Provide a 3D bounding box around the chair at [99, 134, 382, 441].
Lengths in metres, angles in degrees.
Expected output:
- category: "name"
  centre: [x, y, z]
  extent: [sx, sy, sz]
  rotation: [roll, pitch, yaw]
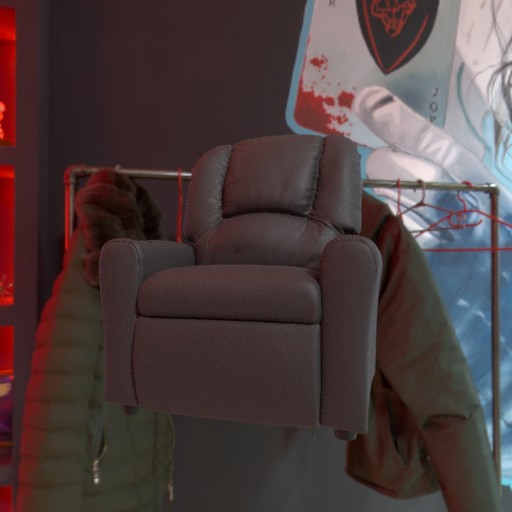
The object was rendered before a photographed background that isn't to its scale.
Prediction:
- category: "chair"
  centre: [0.000, 0.000, 1.117]
  extent: [0.610, 0.709, 0.521]
  rotation: [0, 0, 16]
